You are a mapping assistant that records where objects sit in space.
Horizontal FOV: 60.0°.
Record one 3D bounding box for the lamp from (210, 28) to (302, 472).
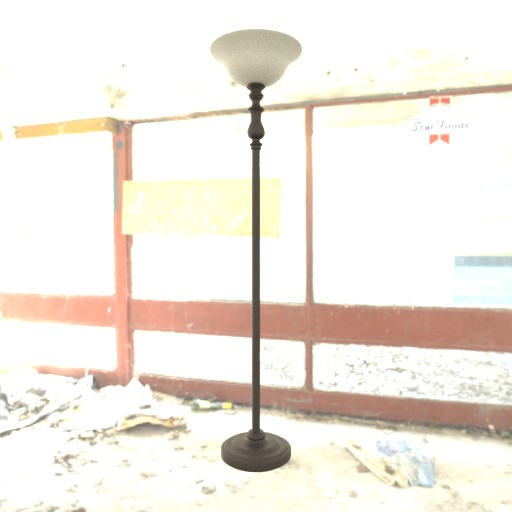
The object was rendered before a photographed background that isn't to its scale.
[{"bbox_3d":[0.000,0.000,1.963,0.405,1.797,0.405,1,2,37],"label":"lamp"}]
